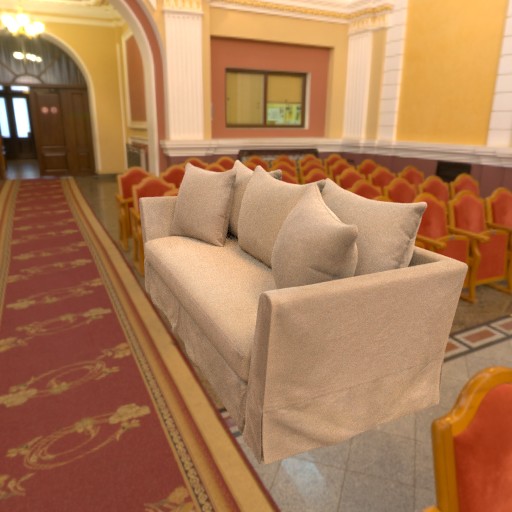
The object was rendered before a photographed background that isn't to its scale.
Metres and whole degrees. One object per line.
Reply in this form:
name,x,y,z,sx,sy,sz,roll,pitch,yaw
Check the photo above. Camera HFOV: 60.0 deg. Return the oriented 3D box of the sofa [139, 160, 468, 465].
sofa,0.000,0.000,2.767,1.031,1.034,2.290,-8,19,-24
